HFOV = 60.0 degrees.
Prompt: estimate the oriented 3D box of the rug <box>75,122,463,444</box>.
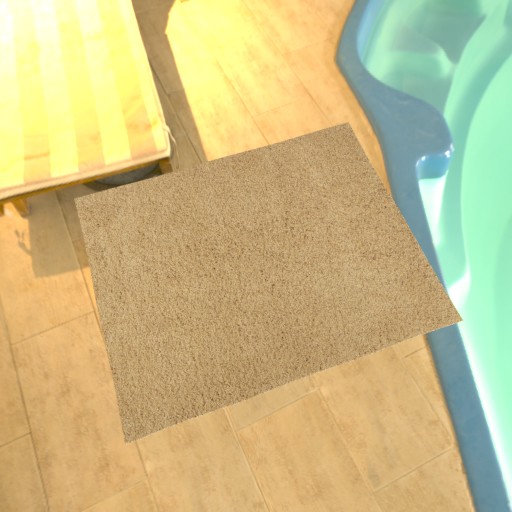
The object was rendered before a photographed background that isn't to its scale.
[{"bbox_3d":[0.000,0.000,4.159,3.000,0.025,2.400,-18,65,-8],"label":"rug"}]
